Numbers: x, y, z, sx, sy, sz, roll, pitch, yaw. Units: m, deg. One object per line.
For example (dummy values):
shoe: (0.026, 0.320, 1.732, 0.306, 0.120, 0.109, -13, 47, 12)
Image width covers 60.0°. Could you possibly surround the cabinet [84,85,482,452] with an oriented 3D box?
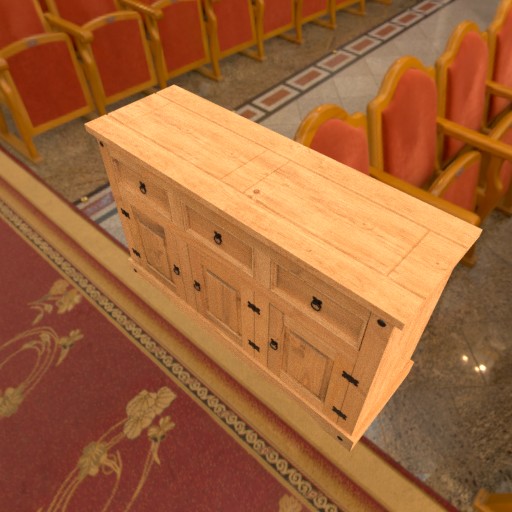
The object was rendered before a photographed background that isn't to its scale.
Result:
cabinet: (0.000, 0.000, 1.729, 1.321, 0.810, 0.432, 33, 55, 28)
